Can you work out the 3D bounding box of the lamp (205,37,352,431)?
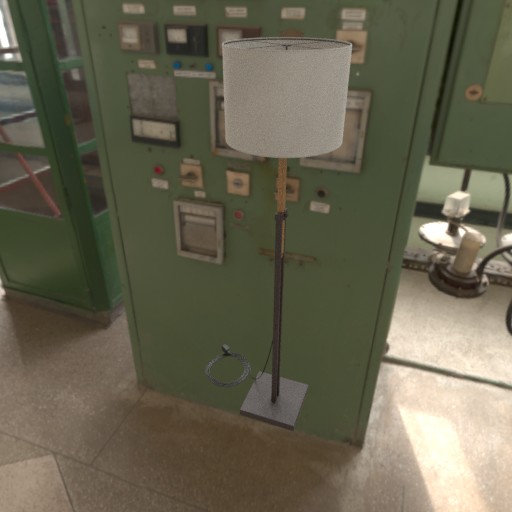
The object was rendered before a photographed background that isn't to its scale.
[{"bbox_3d":[0.000,0.000,1.883,0.639,1.650,0.474,11,33,18],"label":"lamp"}]
